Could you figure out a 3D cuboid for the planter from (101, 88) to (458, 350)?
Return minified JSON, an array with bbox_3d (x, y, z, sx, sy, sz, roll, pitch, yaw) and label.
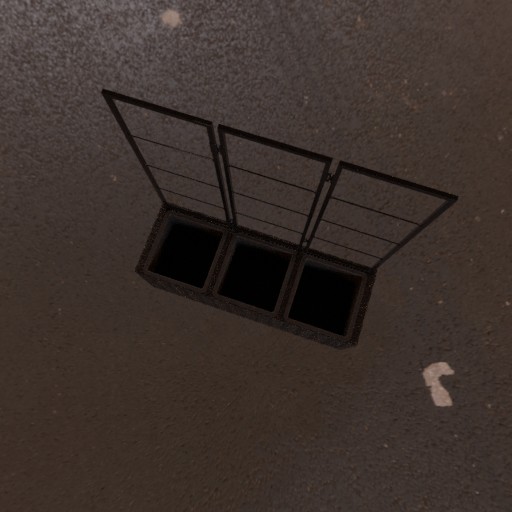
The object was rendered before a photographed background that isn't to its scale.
[{"bbox_3d":[0.000,0.000,1.170,0.698,0.841,0.244,18,76,5],"label":"planter"}]
